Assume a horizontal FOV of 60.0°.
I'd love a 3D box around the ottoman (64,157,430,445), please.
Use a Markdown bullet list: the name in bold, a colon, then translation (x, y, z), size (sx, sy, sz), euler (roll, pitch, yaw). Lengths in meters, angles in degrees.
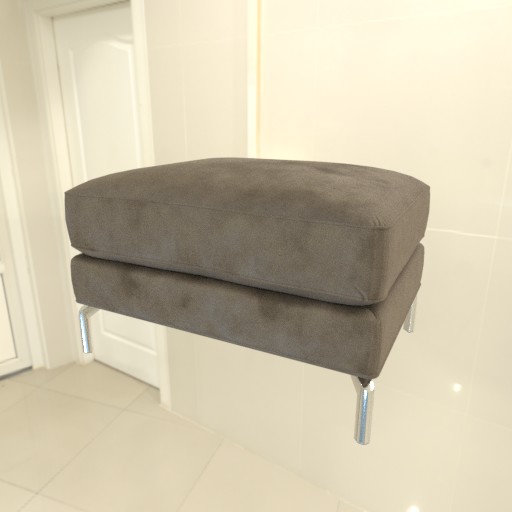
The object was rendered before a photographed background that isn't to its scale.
- **ottoman**: translation (0.000, 0.000, 1.078), size (0.719, 0.456, 0.520), euler (9, 20, 26)
